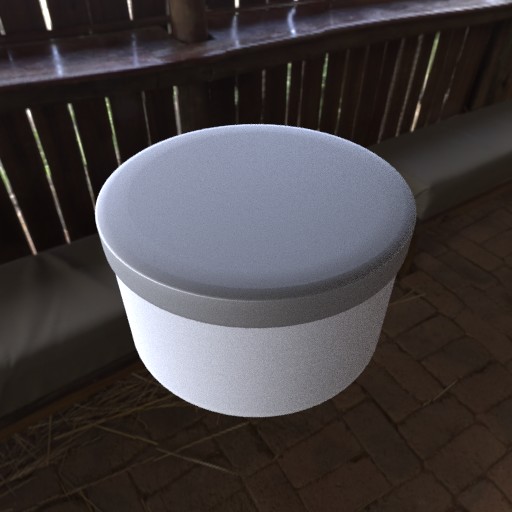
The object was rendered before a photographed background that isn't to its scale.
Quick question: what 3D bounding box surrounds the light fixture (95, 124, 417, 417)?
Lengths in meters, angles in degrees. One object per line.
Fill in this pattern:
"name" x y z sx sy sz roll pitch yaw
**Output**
"light fixture" 0.000 0.000 0.634 0.393 0.229 0.393 0 40 0
